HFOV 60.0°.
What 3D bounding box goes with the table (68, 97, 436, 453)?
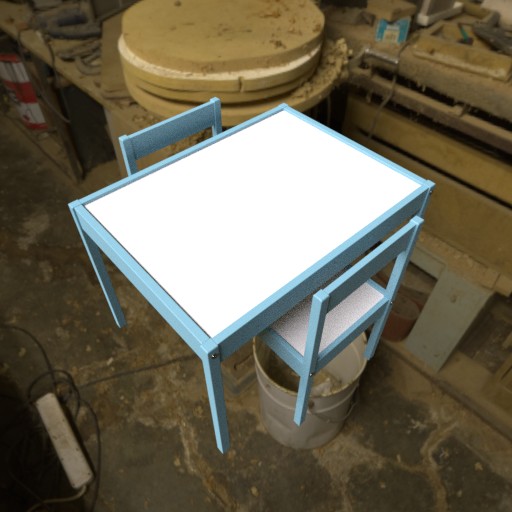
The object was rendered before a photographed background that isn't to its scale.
[{"bbox_3d":[0.000,0.000,1.109,0.639,0.503,0.633,-33,56,-27],"label":"table"}]
